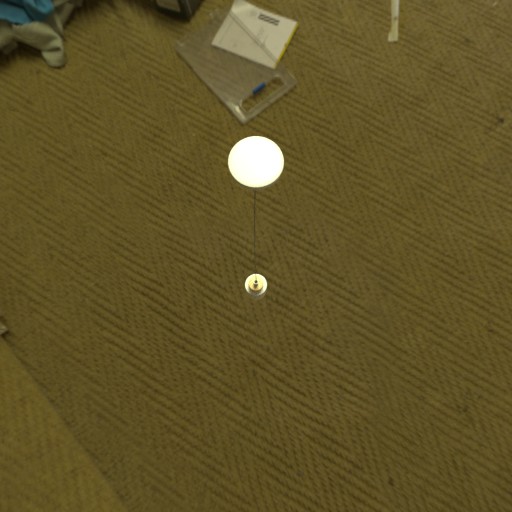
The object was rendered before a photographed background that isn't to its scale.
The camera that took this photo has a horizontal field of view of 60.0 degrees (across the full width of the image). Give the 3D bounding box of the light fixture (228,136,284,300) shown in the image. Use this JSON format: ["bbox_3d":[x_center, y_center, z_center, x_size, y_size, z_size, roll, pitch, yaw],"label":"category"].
[{"bbox_3d":[0.000,0.000,1.863,0.125,1.798,0.125,31,78,7],"label":"light fixture"}]
